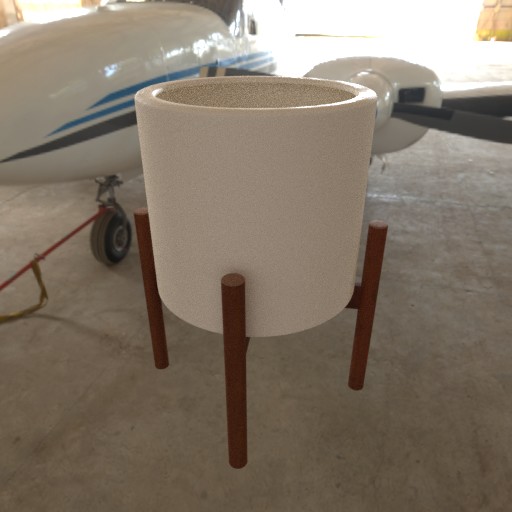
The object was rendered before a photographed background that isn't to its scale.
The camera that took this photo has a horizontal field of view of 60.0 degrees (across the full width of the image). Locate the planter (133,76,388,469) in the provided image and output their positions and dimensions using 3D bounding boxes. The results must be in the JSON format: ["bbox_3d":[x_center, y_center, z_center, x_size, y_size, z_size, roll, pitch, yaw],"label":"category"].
[{"bbox_3d":[0.000,0.000,0.503,0.224,0.358,0.224,-19,34,-31],"label":"planter"}]
